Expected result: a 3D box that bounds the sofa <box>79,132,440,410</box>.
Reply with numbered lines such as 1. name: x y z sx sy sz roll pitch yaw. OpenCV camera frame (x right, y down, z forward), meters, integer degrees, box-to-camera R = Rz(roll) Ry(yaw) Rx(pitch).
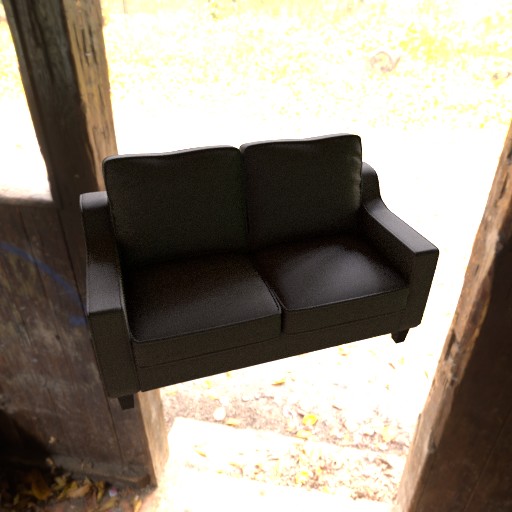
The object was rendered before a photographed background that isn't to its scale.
1. sofa: 0.000 0.000 2.109 1.500 0.948 0.791 -10 33 -15
